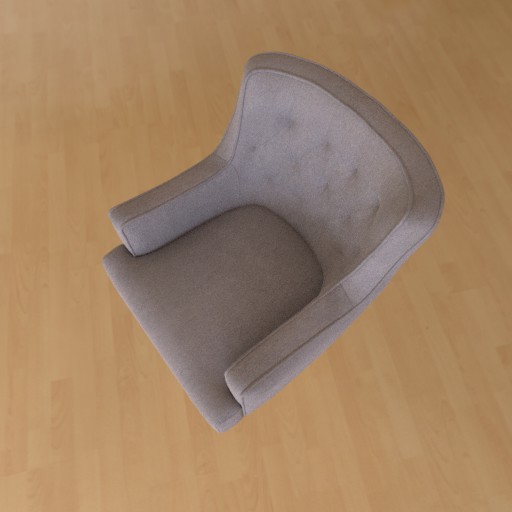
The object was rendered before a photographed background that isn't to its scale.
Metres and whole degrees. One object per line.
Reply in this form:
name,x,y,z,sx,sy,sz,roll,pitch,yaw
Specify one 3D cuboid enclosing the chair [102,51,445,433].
chair,0.000,0.000,1.554,0.910,0.919,0.781,-35,69,-16
